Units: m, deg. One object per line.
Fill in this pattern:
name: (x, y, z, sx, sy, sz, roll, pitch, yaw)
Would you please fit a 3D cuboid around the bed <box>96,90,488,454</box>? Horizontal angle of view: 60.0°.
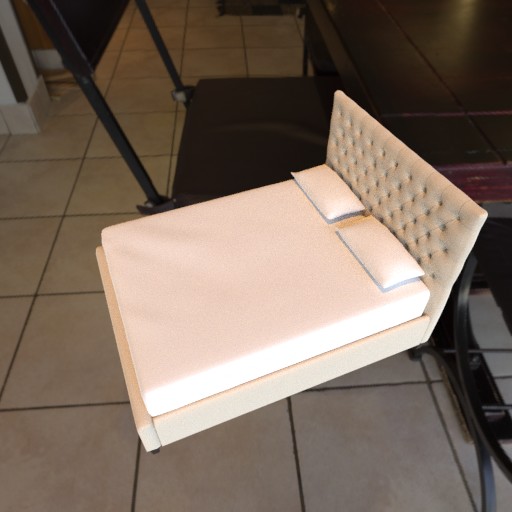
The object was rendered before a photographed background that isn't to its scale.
bed: (0.000, 0.000, 3.275, 2.233, 1.426, 1.696, -17, 48, -16)
